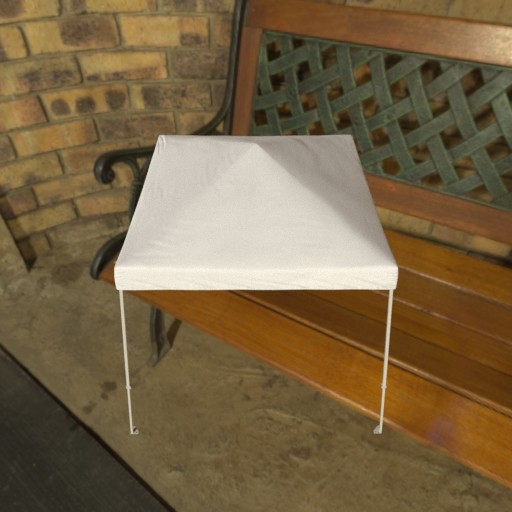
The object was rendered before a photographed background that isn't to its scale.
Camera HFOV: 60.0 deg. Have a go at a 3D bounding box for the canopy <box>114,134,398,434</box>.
[{"bbox_3d":[0.000,0.000,6.472,3.599,3.600,3.600,0,42,0],"label":"canopy"}]
